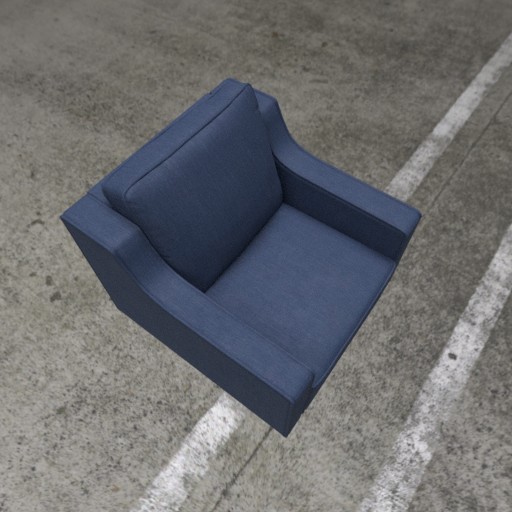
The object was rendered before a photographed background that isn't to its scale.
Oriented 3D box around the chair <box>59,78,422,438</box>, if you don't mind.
[{"bbox_3d":[0.000,0.000,1.679,0.909,0.960,0.831,32,63,18],"label":"chair"}]
